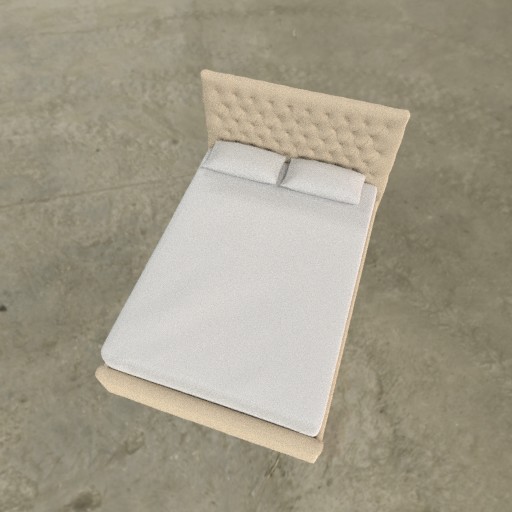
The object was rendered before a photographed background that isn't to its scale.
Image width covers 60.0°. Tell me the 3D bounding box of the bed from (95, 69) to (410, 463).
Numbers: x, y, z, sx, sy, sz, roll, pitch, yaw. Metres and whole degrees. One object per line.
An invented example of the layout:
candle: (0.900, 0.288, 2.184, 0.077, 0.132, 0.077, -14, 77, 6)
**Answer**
bed: (0.000, 0.000, 3.444, 1.698, 1.427, 2.387, 15, 58, 10)
